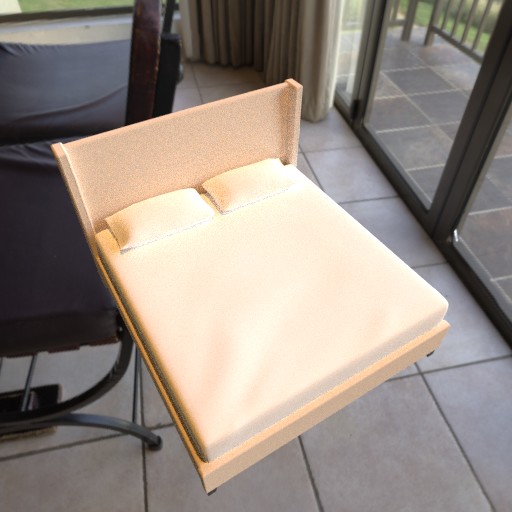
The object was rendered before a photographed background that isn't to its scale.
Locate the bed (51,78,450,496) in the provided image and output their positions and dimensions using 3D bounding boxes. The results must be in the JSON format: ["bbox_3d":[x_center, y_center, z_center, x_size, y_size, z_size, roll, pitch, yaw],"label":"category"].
[{"bbox_3d":[0.000,0.000,3.479,2.145,1.471,2.293,-24,51,-21],"label":"bed"}]
